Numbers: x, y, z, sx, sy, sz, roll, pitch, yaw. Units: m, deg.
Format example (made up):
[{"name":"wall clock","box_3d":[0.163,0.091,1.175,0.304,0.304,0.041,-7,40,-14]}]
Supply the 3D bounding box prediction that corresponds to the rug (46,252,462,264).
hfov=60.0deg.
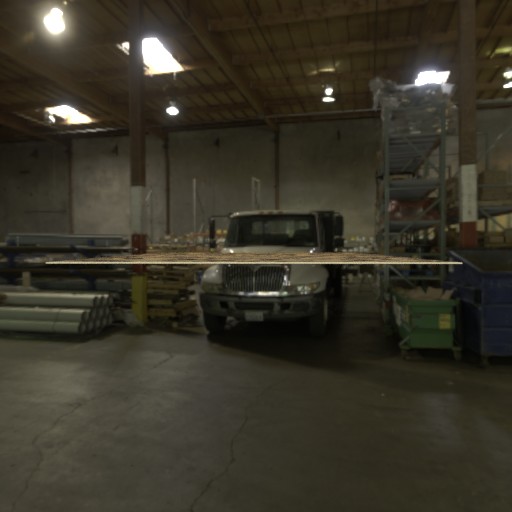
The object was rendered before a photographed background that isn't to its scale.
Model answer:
[{"name":"rug","box_3d":[0.000,0.000,3.993,2.380,0.008,2.977,0,2,1]}]
